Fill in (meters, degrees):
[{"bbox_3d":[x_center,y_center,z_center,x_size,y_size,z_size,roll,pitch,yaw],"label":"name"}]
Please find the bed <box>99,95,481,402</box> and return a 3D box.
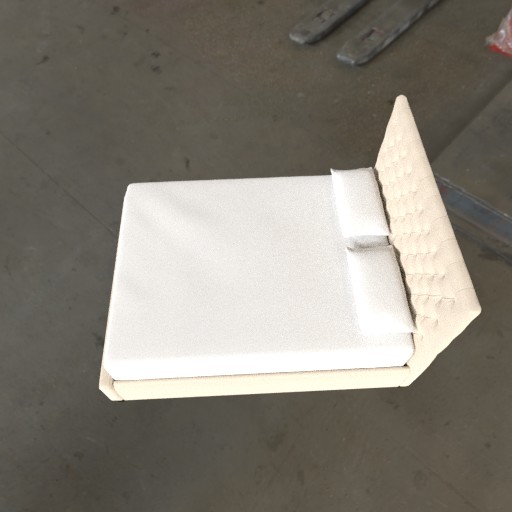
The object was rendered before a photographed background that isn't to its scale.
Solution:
[{"bbox_3d":[0.000,0.000,3.235,2.233,1.426,1.696,-3,58,-2],"label":"bed"}]
